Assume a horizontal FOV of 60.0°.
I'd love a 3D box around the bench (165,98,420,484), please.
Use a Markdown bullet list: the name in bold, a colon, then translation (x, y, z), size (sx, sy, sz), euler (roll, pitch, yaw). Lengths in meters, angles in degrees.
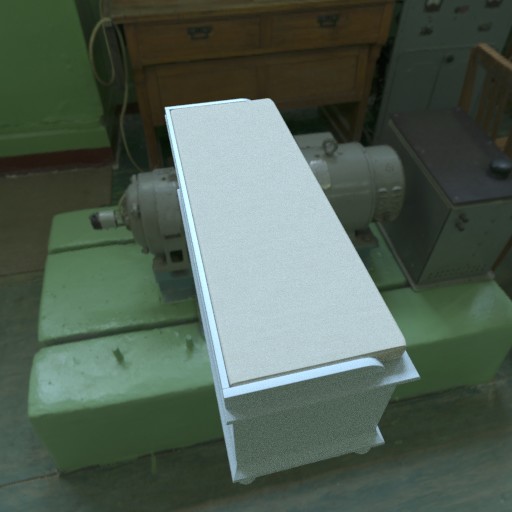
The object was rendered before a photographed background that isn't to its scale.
- **bench**: translation (0.000, 0.000, 1.405), size (0.402, 0.486, 1.185), euler (-10, 47, -9)
